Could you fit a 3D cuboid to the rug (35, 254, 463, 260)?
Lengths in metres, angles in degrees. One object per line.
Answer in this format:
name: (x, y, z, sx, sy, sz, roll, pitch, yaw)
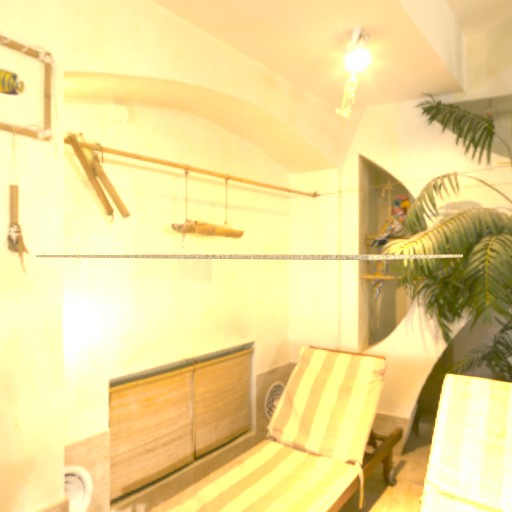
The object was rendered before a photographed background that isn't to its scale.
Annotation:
rug: (0.000, 0.000, 3.978, 3.000, 0.025, 2.400, 0, 0, 35)
